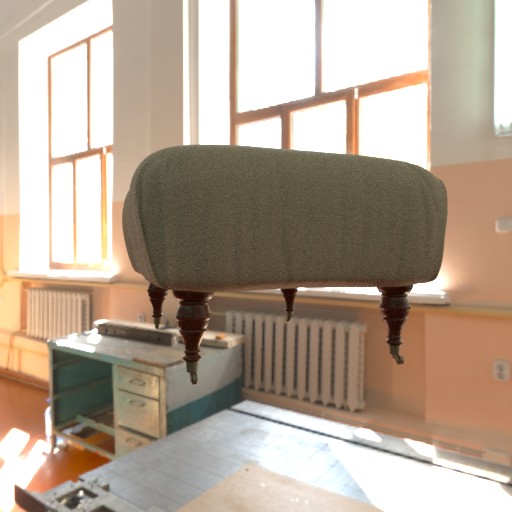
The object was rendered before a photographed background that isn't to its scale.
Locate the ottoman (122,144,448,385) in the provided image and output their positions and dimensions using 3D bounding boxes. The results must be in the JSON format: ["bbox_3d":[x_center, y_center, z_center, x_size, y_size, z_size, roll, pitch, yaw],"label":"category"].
[{"bbox_3d":[0.000,0.000,1.136,0.639,0.450,0.746,0,1,-19],"label":"ottoman"}]
